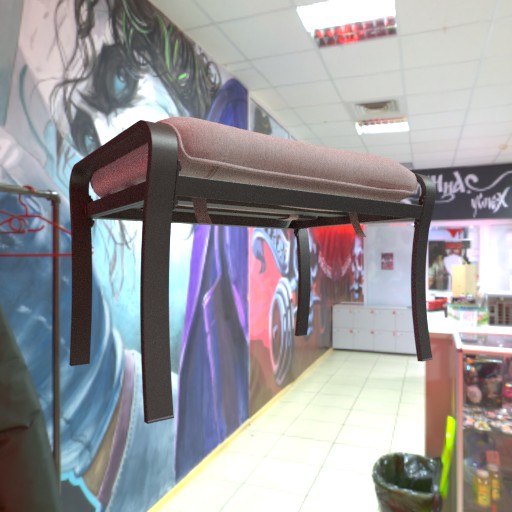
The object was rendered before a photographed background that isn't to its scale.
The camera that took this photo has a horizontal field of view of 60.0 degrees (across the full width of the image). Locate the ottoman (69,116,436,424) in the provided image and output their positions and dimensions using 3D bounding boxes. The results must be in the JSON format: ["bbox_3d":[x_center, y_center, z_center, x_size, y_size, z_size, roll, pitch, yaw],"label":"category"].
[{"bbox_3d":[0.000,0.000,0.880,0.610,0.422,0.406,1,-1,-36],"label":"ottoman"}]
